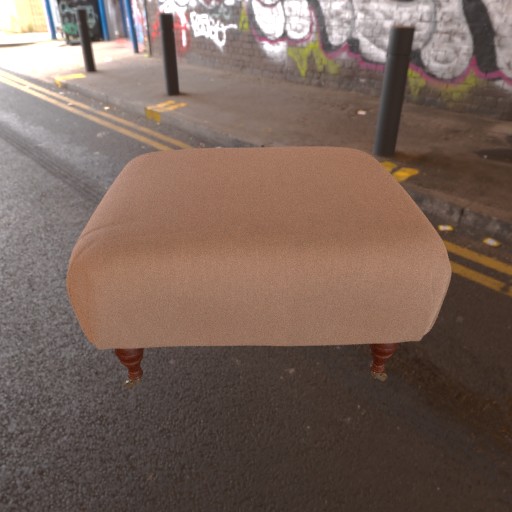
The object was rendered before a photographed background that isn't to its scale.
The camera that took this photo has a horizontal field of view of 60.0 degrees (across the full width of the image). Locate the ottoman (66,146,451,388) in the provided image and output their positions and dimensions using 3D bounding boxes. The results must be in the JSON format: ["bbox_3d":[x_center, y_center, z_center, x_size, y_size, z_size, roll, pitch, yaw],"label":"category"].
[{"bbox_3d":[0.000,0.000,1.129,0.746,0.450,0.639,-1,31,-2],"label":"ottoman"}]
